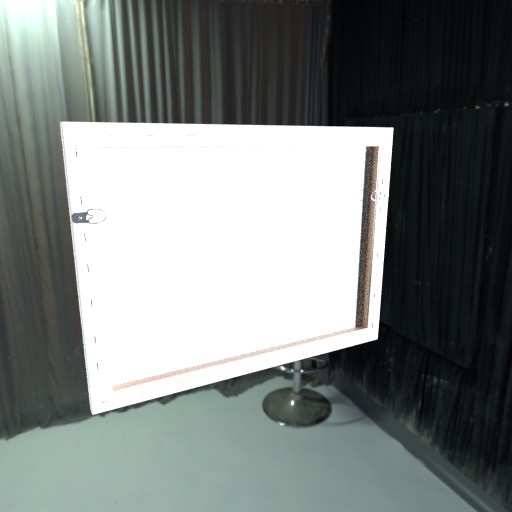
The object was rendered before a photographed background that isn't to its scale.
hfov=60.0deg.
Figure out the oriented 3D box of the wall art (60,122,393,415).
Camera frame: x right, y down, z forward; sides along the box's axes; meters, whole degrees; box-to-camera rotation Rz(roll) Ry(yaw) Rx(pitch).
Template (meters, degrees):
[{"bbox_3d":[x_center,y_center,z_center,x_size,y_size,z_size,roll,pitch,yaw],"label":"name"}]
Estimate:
[{"bbox_3d":[0.000,0.000,1.613,1.219,0.912,0.042,-8,16,-27],"label":"wall art"}]
